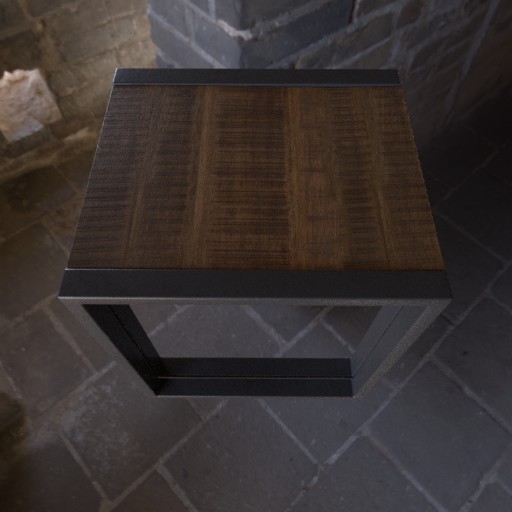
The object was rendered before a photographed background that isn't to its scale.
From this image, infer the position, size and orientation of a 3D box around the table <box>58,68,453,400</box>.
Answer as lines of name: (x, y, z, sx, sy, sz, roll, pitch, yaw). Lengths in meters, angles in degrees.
table: (0.000, 0.000, 0.907, 0.500, 0.550, 0.449, 0, 59, 0)
